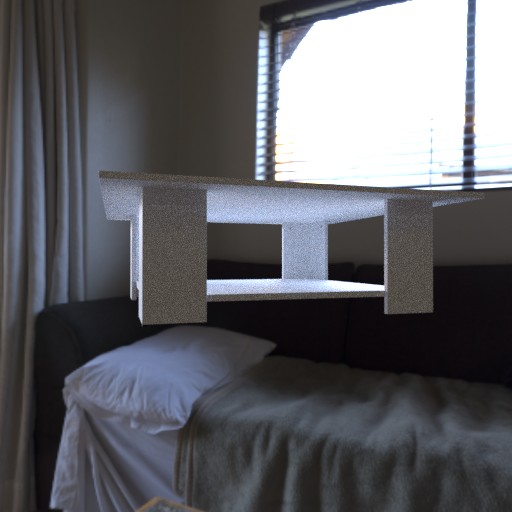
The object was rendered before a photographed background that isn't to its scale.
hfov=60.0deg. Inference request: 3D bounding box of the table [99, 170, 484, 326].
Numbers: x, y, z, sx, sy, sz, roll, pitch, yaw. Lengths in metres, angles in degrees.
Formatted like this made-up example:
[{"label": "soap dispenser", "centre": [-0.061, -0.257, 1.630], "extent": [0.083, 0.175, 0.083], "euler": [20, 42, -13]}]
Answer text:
[{"label": "table", "centre": [0.000, 0.000, 1.372], "extent": [0.890, 0.305, 0.890], "euler": [0, -1, -18]}]
